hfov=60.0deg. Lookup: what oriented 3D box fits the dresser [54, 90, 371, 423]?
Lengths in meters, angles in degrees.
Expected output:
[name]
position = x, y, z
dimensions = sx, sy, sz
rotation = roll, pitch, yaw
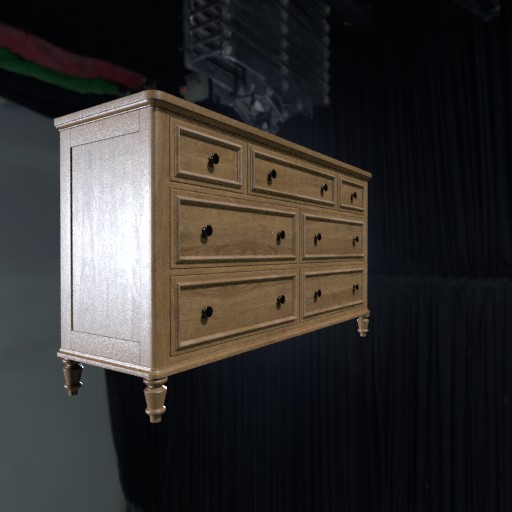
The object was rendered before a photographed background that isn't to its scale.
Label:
[dresser]
position = 0.000, 0.000, 1.939
dimensions = 0.468, 0.892, 1.583
rotation = 0, 1, 35
